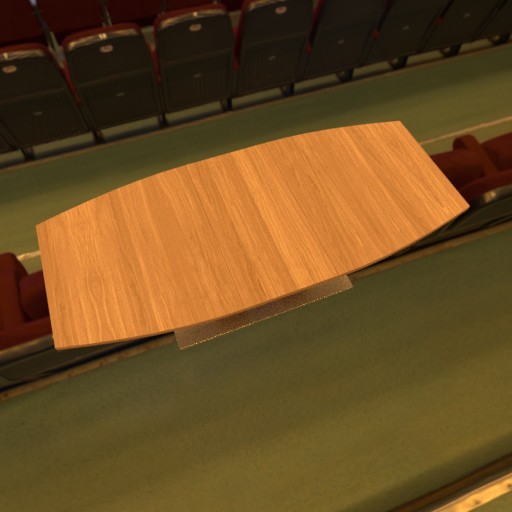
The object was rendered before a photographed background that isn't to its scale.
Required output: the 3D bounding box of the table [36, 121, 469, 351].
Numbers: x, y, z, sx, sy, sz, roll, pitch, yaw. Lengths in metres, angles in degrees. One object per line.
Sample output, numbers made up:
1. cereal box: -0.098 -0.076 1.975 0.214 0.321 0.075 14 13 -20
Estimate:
1. table: 0.000 0.000 2.499 2.032 0.750 0.900 -18 60 -11
